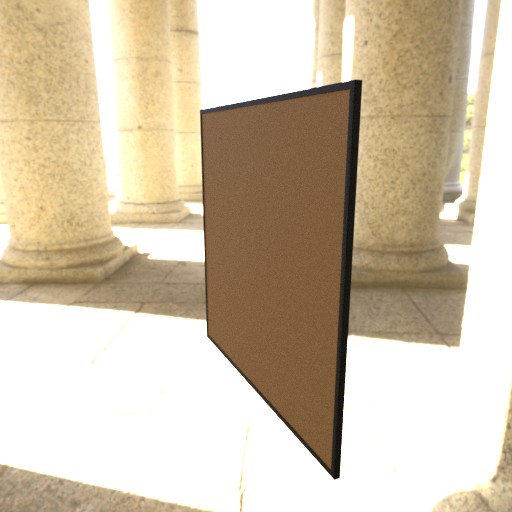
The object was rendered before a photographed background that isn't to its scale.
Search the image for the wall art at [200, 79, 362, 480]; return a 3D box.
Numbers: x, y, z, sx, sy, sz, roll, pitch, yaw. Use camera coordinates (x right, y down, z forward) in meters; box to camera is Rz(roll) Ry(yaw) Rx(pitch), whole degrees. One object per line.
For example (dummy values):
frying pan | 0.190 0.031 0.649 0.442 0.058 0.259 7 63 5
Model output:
wall art | 0.000 0.000 0.992 0.015 0.663 0.664 -7 16 -25
